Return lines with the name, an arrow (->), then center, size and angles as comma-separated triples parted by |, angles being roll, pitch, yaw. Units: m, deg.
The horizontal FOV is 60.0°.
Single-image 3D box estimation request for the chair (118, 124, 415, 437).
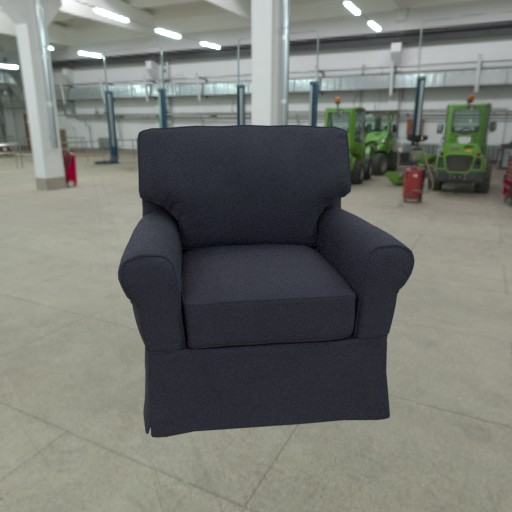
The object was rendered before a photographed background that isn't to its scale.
chair -> 0.000, 0.000, 2.004 | 1.119, 1.140, 1.002 | -2, 17, -8
